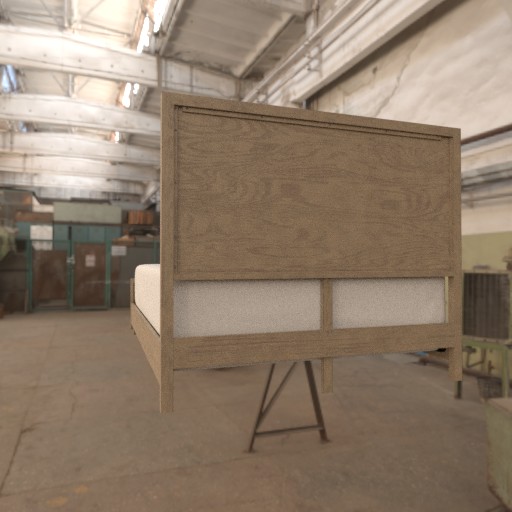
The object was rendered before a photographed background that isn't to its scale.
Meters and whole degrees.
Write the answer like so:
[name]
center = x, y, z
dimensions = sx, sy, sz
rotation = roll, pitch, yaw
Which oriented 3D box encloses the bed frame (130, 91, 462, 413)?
[bed frame]
center = 0.000, 0.000, 3.180
dimensions = 1.606, 1.369, 2.189
rotation = 0, -1, -19
